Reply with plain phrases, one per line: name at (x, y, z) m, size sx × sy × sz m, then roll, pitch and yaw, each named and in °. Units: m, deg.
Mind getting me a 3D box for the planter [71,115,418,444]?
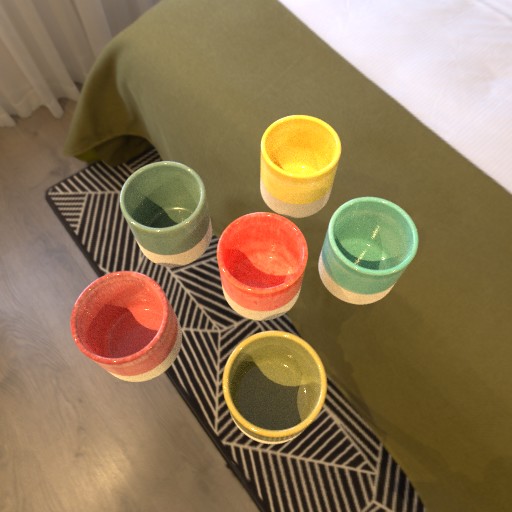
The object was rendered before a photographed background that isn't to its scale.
planter at (0.000, 0.000, 0.403) m, size 0.257 × 0.075 × 0.286 m, roll 19°, pitch 65°, yaw 9°
